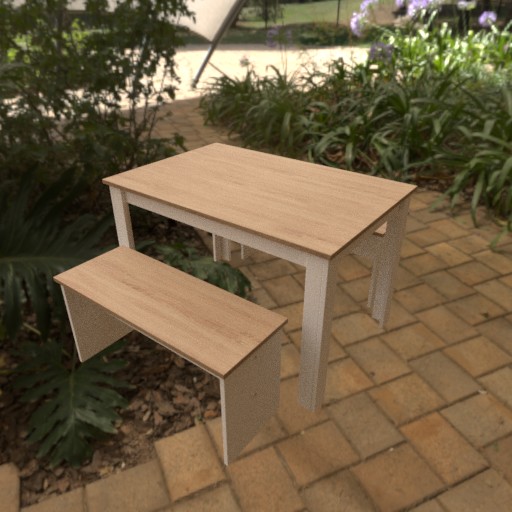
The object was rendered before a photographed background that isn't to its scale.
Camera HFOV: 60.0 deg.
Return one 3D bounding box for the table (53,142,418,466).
[{"bbox_3d":[0.000,0.000,2.019,1.100,0.700,1.443,20,35,32],"label":"table"}]
